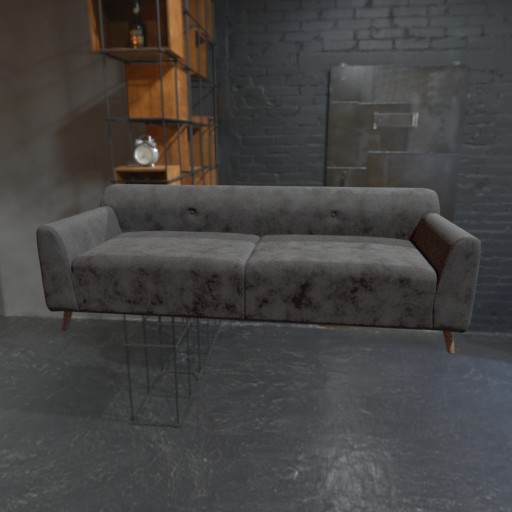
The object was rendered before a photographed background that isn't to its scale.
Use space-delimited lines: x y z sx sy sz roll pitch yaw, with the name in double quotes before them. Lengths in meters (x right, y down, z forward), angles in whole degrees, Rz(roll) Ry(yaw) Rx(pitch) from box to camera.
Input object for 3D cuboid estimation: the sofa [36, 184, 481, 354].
"sofa" 0.000 0.000 2.618 2.190 0.740 0.900 2 15 7
